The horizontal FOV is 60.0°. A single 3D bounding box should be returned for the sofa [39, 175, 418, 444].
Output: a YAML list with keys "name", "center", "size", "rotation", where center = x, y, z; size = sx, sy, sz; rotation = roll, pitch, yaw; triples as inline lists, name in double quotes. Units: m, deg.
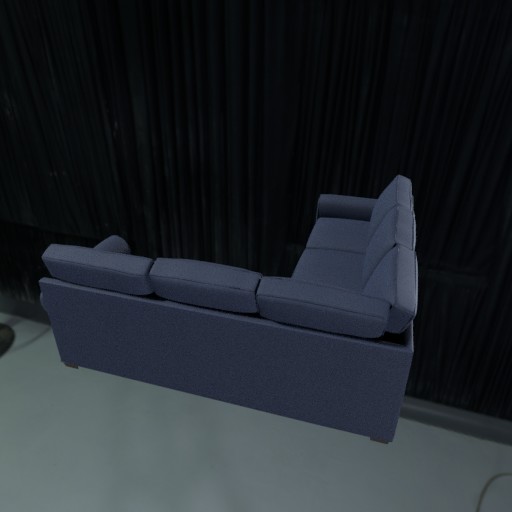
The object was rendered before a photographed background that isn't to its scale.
- name: "sofa"
  center: [0.000, 0.000, 3.905]
  size: [2.562, 1.042, 2.487]
  rotation: [9, 31, 15]
